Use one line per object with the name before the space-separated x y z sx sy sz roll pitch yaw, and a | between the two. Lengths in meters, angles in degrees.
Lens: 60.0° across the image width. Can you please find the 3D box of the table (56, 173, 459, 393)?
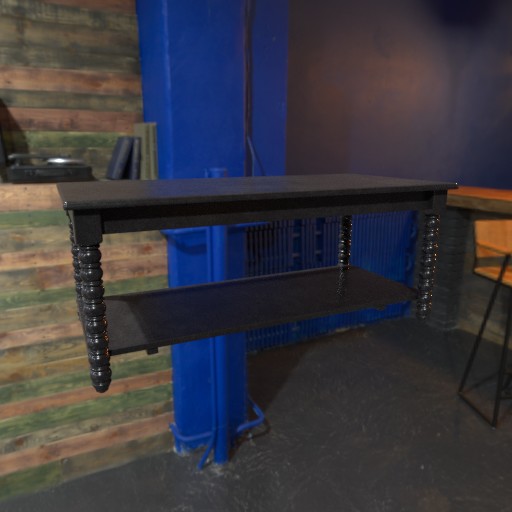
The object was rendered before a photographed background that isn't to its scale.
table | 0.000 0.000 1.489 1.171 0.487 0.580 -6 15 -24
